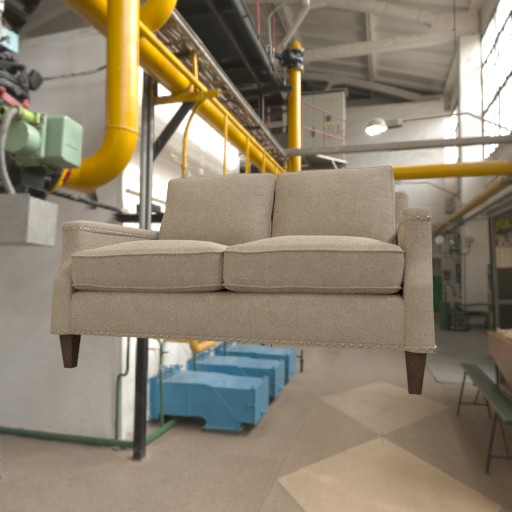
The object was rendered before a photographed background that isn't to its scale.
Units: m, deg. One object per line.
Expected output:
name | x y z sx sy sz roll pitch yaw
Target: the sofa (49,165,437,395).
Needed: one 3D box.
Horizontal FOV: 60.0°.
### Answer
sofa | 0.000 0.000 2.229 1.597 1.002 1.084 -1 -2 17
